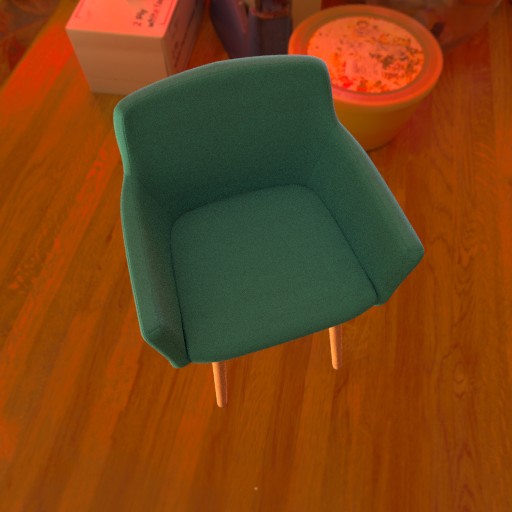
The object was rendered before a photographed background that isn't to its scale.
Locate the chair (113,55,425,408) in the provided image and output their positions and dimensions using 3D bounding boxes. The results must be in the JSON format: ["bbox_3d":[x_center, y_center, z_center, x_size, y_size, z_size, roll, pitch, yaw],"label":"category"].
[{"bbox_3d":[0.000,0.000,1.139,0.570,0.780,0.540,-16,63,-8],"label":"chair"}]
